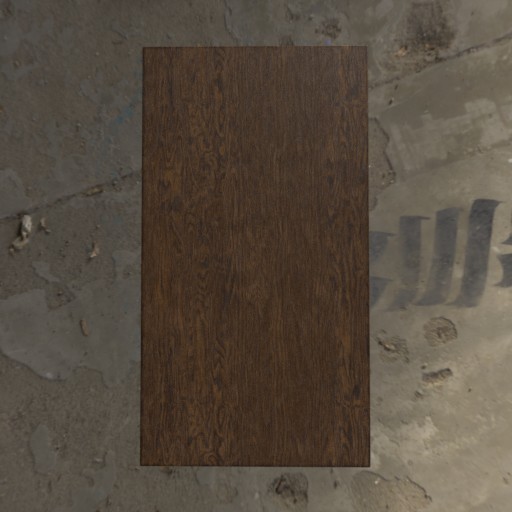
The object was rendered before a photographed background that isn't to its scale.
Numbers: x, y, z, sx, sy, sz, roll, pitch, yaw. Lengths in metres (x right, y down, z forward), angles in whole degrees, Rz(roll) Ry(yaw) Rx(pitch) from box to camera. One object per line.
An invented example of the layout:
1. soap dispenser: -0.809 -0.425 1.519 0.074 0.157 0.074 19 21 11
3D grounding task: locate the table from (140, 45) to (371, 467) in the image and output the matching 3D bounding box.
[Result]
1. table: 0.000 0.000 2.487 1.078 0.795 1.989 0 89 1
